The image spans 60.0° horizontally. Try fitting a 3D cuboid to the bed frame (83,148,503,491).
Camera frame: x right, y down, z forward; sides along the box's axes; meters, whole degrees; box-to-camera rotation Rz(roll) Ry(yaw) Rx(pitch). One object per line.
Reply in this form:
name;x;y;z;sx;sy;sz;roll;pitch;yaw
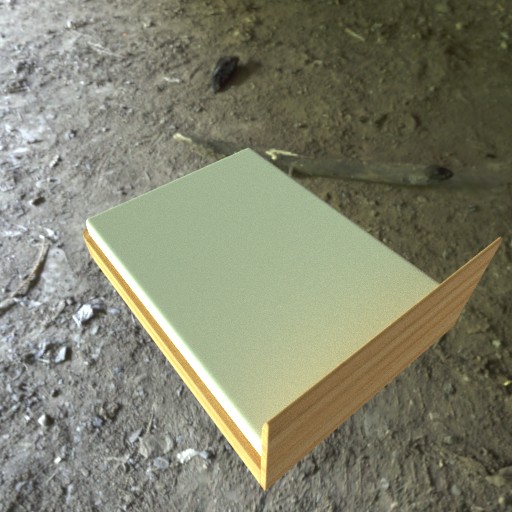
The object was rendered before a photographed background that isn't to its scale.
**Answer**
bed frame;0.000;0.000;2.702;1.472;0.940;1.992;-30;54;-25
